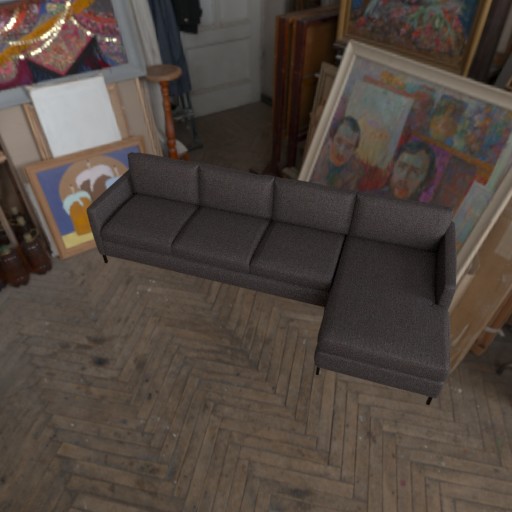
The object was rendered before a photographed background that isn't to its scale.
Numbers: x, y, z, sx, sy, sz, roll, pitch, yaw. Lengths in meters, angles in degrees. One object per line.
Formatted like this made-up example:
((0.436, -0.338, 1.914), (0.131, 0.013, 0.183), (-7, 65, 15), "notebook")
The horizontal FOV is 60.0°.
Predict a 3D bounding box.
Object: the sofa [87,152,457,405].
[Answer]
((0.000, 0.000, 3.831), (3.221, 0.892, 1.483), (12, 42, 14), "sofa")
